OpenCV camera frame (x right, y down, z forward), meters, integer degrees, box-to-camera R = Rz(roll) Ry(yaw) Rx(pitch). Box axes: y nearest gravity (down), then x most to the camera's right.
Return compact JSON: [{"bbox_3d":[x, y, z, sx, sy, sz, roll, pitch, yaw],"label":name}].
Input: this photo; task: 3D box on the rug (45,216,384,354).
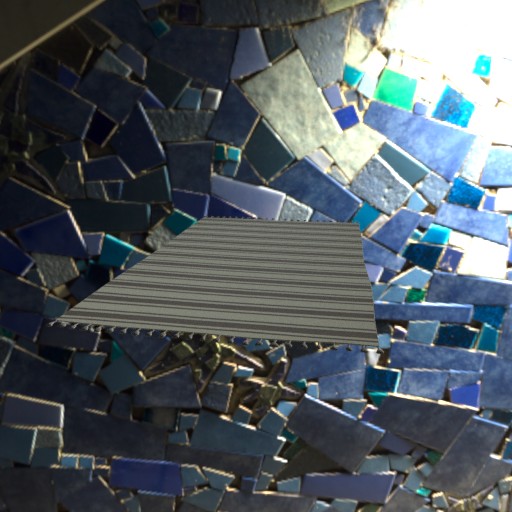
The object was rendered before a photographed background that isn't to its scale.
[{"bbox_3d":[0.000,0.000,2.524,1.229,0.011,2.096,3,17,10],"label":"rug"}]
